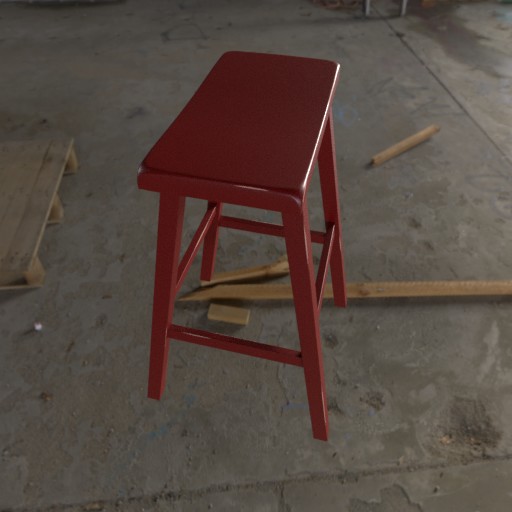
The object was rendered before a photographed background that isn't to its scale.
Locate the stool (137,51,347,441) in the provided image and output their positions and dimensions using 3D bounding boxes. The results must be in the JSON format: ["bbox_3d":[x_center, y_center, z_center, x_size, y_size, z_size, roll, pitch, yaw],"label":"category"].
[{"bbox_3d":[0.000,0.000,1.018,0.476,0.737,0.457,10,47,10],"label":"stool"}]
